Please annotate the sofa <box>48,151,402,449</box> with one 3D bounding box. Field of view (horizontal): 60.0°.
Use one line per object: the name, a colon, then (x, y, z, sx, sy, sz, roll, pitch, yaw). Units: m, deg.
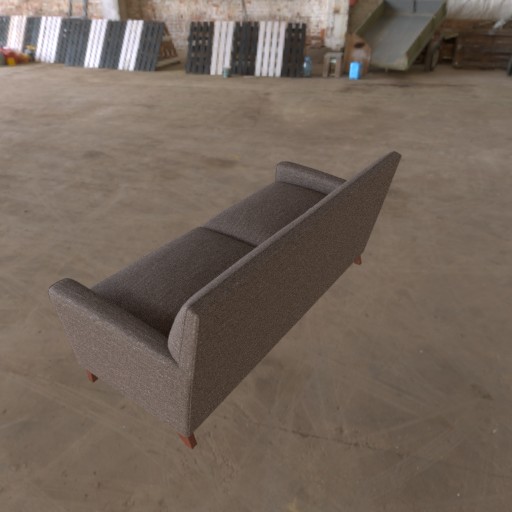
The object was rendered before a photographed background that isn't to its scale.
sofa: (0.000, 0.000, 2.496, 0.875, 0.846, 1.976, 20, 37, 29)
